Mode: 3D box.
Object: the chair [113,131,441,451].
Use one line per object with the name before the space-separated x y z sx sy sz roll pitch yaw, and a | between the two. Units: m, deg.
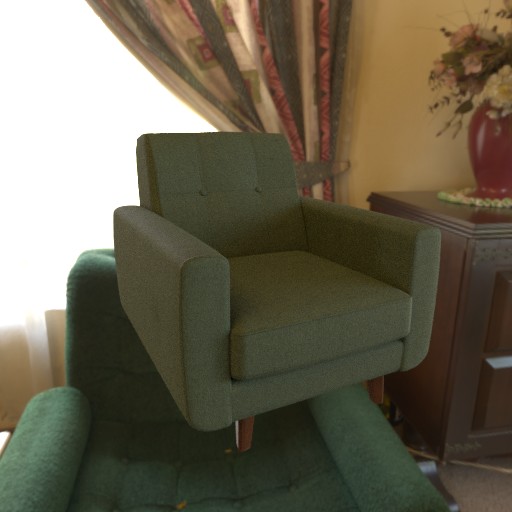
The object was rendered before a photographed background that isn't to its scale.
chair | 0.000 0.000 1.541 0.831 0.841 0.909 -8 17 -26
